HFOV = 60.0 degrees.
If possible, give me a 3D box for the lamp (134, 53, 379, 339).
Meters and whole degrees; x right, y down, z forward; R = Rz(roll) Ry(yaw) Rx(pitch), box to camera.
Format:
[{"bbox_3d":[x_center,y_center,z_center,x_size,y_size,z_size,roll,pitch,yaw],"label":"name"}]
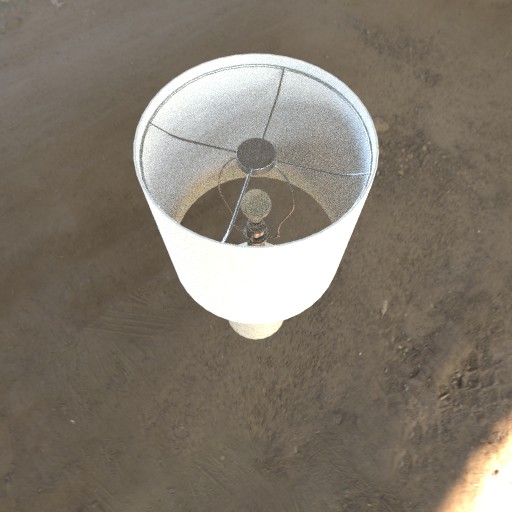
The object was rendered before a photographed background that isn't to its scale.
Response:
[{"bbox_3d":[0.000,0.000,0.583,0.207,0.461,0.207,14,66,7],"label":"lamp"}]
